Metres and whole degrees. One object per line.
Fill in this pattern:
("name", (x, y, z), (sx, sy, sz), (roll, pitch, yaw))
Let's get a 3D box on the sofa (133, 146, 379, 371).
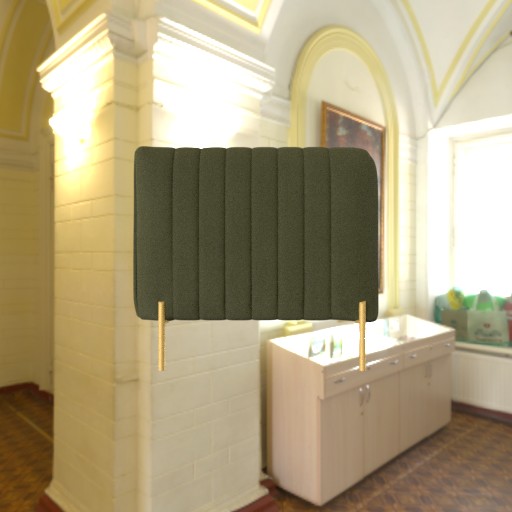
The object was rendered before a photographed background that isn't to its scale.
("sofa", (0.000, 0.000, 2.566), (0.896, 0.793, 2.137), (0, 0, 1))
